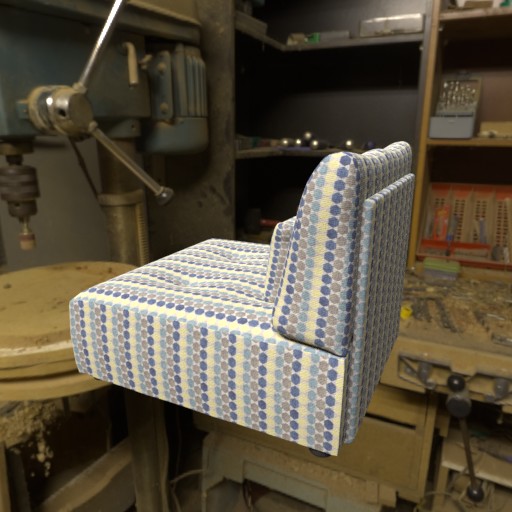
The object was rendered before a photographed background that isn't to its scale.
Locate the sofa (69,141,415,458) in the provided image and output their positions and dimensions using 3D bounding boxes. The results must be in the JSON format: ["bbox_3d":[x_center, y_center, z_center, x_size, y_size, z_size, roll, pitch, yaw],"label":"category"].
[{"bbox_3d":[0.000,0.000,1.682,1.000,0.830,0.930,8,18,25],"label":"sofa"}]
